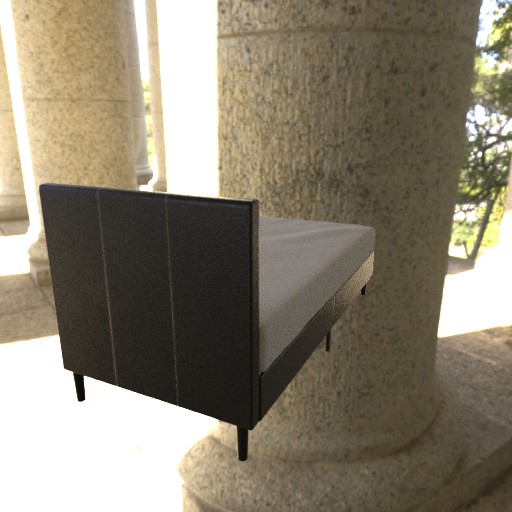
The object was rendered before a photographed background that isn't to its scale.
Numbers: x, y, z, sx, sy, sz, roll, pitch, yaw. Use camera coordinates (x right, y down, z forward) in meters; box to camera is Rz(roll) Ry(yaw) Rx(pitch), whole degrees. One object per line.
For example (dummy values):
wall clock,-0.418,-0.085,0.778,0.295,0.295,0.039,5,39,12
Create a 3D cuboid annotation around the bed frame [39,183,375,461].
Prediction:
bed frame,0.000,0.000,2.558,1.038,1.046,2.152,8,18,25
